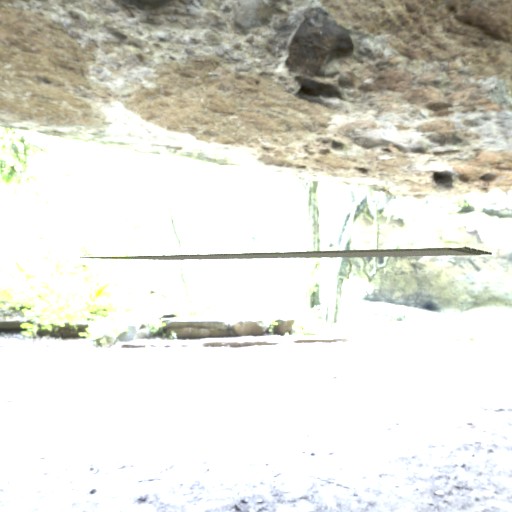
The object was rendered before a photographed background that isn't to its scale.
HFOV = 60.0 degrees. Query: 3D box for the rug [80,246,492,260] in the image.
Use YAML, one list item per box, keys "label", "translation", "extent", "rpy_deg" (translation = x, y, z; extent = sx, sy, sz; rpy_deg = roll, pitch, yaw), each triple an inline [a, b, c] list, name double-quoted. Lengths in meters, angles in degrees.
- label: "rug"
  translation: [0.000, 0.000, 2.786]
  extent: [2.544, 0.015, 0.795]
  rpy_deg: [-1, -2, 35]
